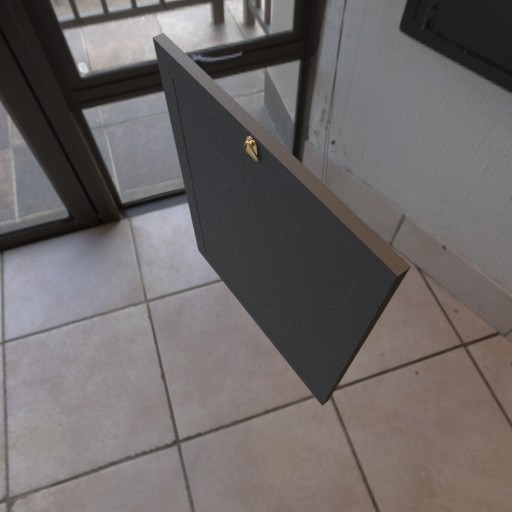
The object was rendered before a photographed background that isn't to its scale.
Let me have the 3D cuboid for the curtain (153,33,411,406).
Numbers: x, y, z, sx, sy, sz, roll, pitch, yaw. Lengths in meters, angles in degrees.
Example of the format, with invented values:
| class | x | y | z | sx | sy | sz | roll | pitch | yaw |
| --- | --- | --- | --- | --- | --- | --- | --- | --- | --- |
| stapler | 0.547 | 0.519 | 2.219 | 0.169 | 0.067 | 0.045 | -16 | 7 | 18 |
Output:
| class | x | y | z | sx | sy | sz | roll | pitch | yaw |
| --- | --- | --- | --- | --- | --- | --- | --- | --- | --- |
| curtain | 0.000 | 0.000 | 0.789 | 0.027 | 0.585 | 0.483 | -33 | 65 | -18 |
